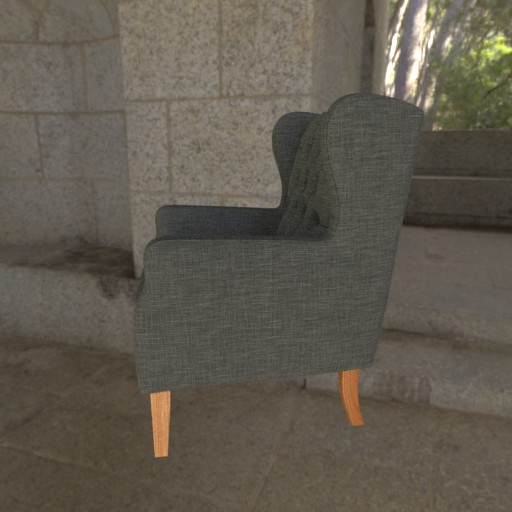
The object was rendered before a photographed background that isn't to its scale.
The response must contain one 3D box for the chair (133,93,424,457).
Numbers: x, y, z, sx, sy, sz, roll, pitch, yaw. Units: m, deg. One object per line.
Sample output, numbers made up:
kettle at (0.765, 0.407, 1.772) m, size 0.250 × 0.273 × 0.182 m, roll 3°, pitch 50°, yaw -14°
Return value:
chair at (0.000, 0.000, 1.456) m, size 0.775 × 0.953 × 0.711 m, roll -2°, pitch 14°, yaw -10°
